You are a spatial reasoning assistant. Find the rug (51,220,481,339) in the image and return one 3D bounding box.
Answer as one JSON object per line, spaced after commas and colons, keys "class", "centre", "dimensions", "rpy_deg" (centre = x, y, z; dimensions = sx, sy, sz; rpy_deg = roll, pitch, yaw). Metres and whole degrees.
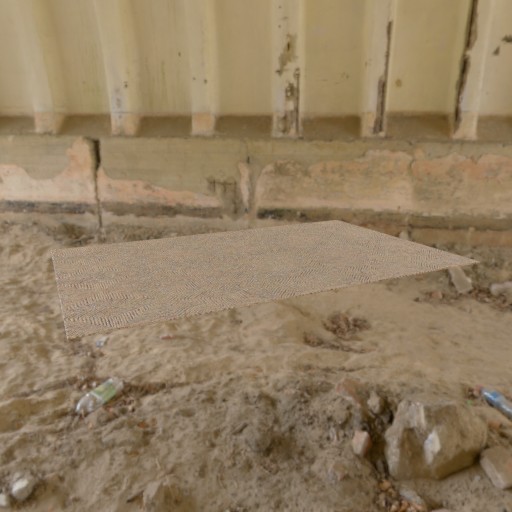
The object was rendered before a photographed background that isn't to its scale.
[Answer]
{"class": "rug", "centre": [0.000, 0.000, 2.939], "dimensions": [2.428, 0.007, 1.519], "rpy_deg": [-8, 18, -25]}
